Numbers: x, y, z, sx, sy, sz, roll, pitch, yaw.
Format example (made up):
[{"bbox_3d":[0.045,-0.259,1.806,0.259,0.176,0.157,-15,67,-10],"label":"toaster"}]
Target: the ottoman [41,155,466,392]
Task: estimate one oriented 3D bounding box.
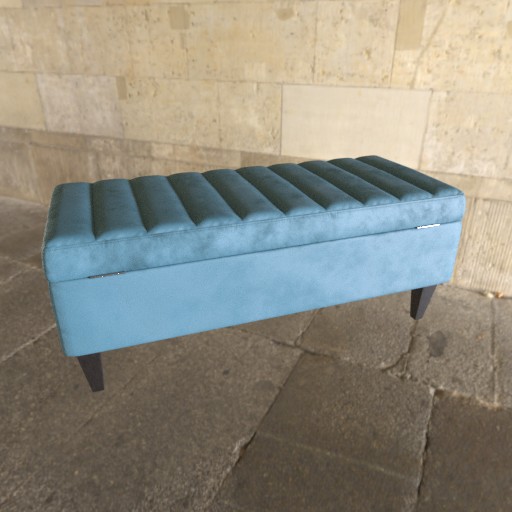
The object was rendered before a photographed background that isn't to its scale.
[{"bbox_3d":[0.000,0.000,1.398,1.151,0.469,0.482,-9,28,-17],"label":"ottoman"}]
